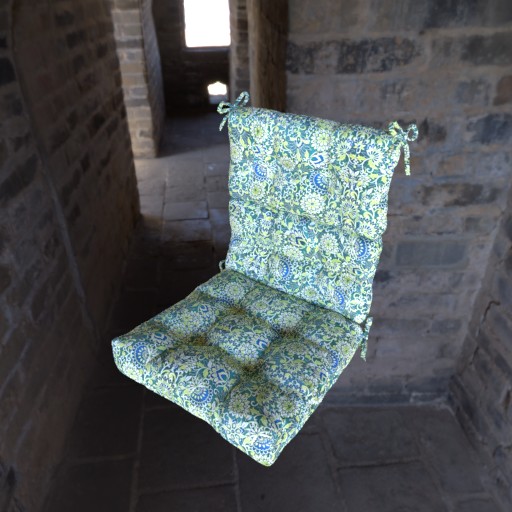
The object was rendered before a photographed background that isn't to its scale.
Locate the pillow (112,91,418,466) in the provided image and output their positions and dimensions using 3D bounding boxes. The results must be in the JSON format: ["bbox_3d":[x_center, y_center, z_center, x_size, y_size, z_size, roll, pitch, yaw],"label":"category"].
[{"bbox_3d":[0.000,0.000,1.035,0.519,0.605,0.571,21,37,30],"label":"pillow"}]
